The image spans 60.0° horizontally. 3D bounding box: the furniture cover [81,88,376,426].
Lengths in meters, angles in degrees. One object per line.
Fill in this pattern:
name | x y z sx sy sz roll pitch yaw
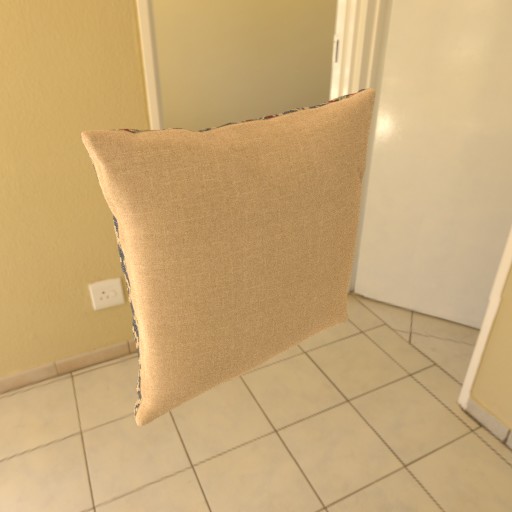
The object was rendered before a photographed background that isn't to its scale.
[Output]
furniture cover | 0.000 0.000 0.655 0.431 0.431 0.139 -20 35 -30
